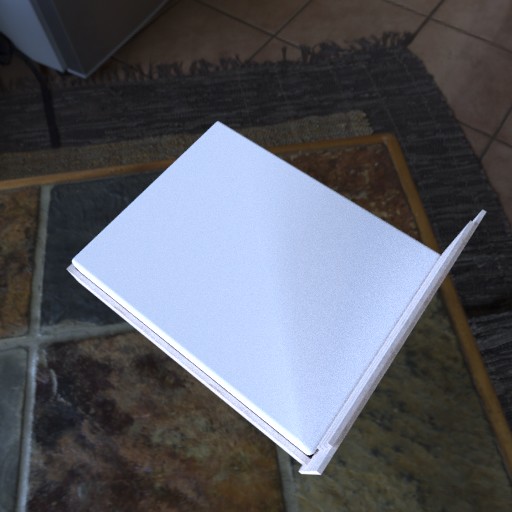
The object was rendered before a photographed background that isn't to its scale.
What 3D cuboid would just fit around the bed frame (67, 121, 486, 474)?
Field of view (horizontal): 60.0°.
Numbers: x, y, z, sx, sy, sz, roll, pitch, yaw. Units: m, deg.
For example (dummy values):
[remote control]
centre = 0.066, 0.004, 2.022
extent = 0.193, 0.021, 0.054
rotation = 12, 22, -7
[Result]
[bed frame]
centre = 0.000, 0.000, 3.005
extent = 2.080, 0.970, 1.750
rotation = 35, 69, 15
